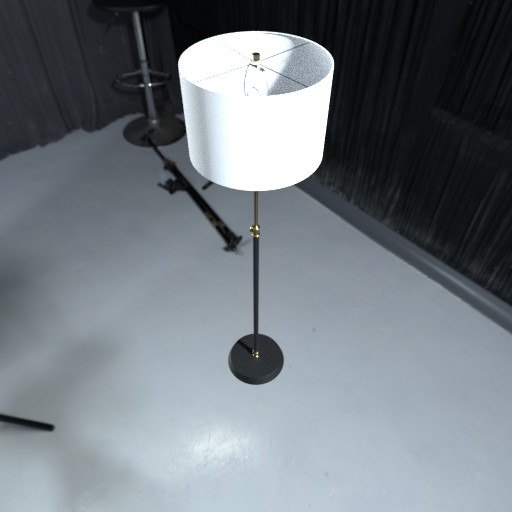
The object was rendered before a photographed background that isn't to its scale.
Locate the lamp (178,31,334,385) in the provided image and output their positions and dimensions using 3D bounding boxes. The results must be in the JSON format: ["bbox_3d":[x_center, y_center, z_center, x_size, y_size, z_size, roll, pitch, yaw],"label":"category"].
[{"bbox_3d":[0.000,0.000,1.696,0.404,1.517,0.404,-31,54,-26],"label":"lamp"}]
